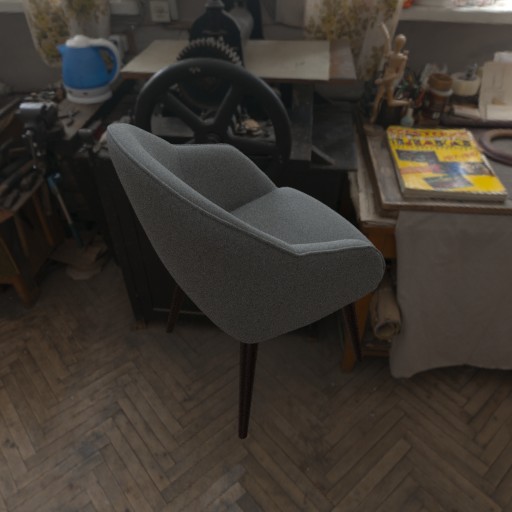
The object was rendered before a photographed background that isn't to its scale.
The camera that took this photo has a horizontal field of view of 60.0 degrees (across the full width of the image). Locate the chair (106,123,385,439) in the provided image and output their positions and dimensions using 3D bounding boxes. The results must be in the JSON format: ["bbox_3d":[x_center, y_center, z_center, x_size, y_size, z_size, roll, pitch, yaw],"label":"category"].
[{"bbox_3d":[0.000,0.000,1.223,0.611,0.810,0.589,-24,46,-26],"label":"chair"}]
